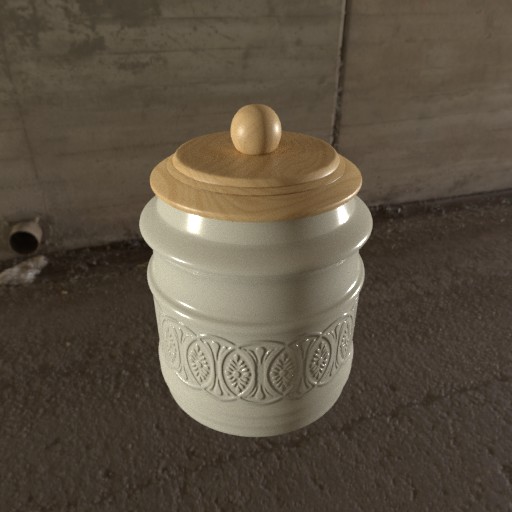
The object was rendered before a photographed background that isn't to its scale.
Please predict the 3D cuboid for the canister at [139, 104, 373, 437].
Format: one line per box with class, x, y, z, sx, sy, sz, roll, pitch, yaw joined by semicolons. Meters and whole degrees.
canister;0.000;0.000;0.267;0.130;0.176;0.130;0;31;0
